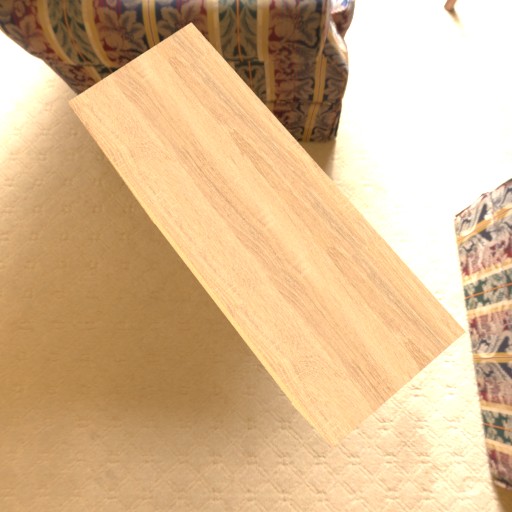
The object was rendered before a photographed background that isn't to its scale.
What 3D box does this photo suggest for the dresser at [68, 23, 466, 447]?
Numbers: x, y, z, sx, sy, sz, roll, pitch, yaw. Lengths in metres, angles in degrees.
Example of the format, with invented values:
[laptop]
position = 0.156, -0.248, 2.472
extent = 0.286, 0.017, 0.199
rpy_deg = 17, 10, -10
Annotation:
[dresser]
position = 0.000, 0.000, 1.435
extent = 0.380, 0.900, 0.980
rpy_deg = -37, 79, -9
